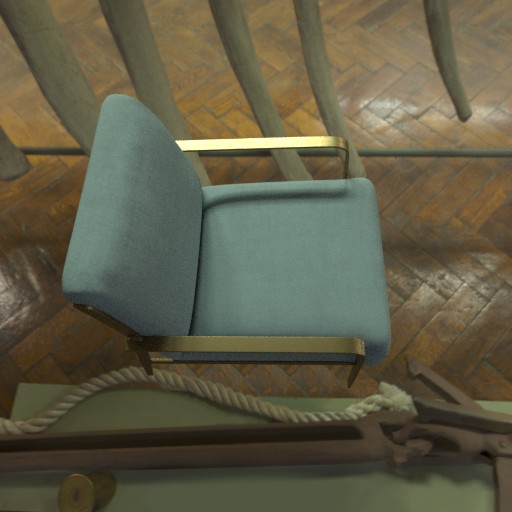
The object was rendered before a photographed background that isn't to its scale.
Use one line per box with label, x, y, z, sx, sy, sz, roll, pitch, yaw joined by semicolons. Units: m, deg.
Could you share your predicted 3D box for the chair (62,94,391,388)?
chair;0.000;0.000;1.440;0.842;0.824;0.701;1;65;1
